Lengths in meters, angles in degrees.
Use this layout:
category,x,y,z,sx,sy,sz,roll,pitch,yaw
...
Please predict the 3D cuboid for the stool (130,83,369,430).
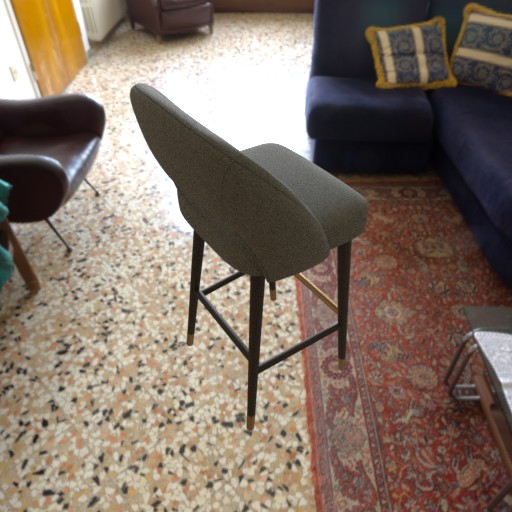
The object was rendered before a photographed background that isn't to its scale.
category,x,y,z,sx,sy,sz,roll,pitch,yaw
stool,0.000,0.000,1.374,0.524,1.089,0.536,-25,47,-25
